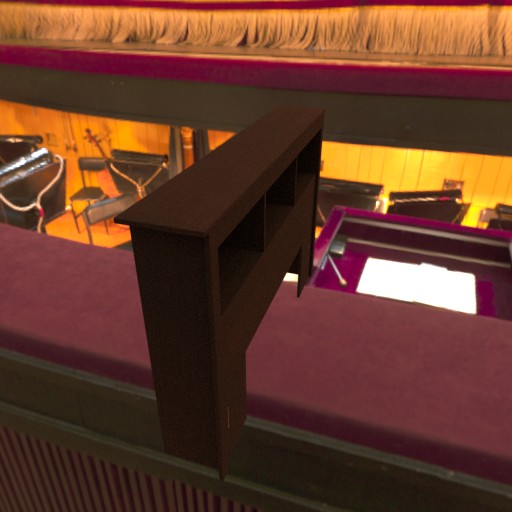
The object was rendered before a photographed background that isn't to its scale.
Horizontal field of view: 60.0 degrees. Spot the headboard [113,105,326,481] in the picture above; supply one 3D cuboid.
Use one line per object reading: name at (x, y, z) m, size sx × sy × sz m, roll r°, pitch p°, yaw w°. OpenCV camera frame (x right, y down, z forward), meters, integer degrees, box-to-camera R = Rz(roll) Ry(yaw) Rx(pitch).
headboard at (0.000, 0.000, 2.156) m, size 0.279 × 1.092 × 1.671 m, roll 9°, pitch 31°, yaw 16°
